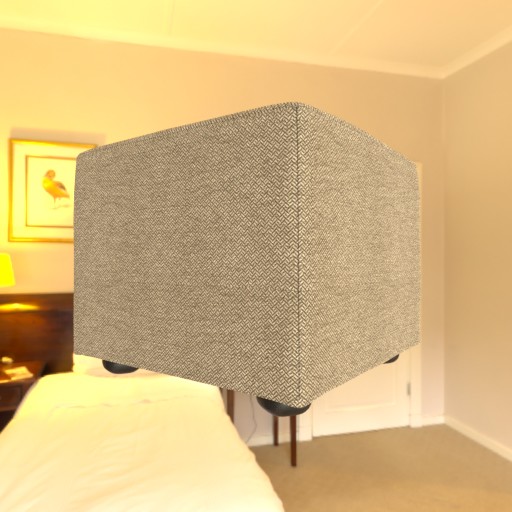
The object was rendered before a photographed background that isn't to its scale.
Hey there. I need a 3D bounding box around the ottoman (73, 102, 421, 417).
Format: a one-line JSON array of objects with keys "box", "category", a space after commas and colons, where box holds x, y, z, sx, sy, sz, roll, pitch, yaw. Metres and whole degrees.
[{"box": [0.000, 0.000, 0.900, 0.519, 0.453, 0.512, 0, 0, 37], "category": "ottoman"}]
